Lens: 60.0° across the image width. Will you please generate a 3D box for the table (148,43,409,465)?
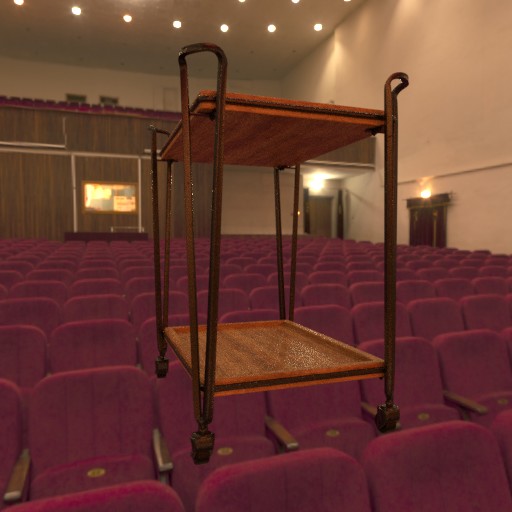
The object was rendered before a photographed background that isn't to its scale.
[{"bbox_3d":[0.000,0.000,1.185,0.505,0.785,0.672,-1,2,-19],"label":"table"}]
